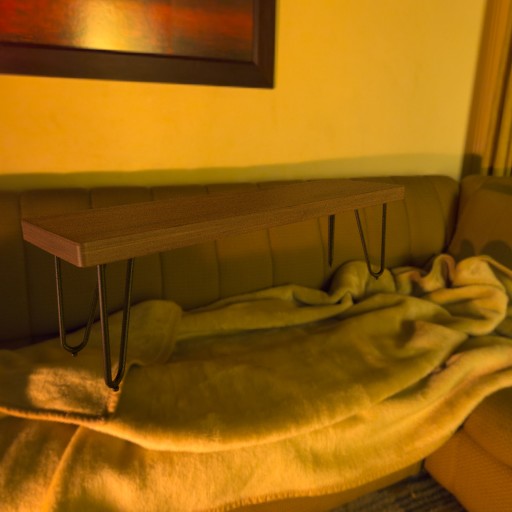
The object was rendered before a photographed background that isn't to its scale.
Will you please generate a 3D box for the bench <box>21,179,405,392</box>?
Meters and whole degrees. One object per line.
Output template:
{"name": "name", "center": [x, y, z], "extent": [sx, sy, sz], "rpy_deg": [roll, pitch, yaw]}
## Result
{"name": "bench", "center": [0.000, 0.000, 1.767], "extent": [1.570, 0.462, 0.425], "rpy_deg": [-15, 22, -42]}
